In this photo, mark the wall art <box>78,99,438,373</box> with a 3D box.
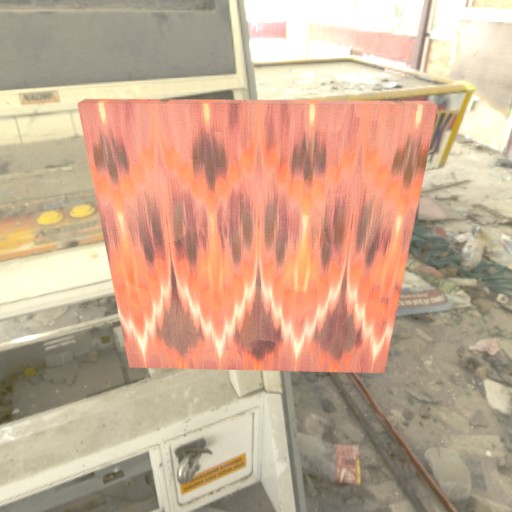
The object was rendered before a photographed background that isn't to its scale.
[{"bbox_3d":[0.000,0.000,0.909,0.603,0.609,0.037,1,30,2],"label":"wall art"}]
